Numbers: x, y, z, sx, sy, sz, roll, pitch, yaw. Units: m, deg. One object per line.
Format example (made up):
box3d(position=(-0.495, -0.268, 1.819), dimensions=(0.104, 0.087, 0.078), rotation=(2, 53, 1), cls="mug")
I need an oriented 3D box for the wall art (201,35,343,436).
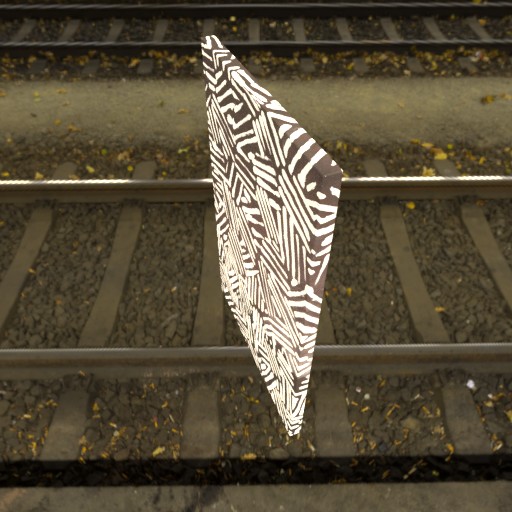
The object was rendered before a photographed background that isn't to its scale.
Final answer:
box3d(position=(0.000, 0.000, 1.183), dimensions=(0.035, 0.918, 0.615), rotation=(-16, 47, -15), cls="wall art")
